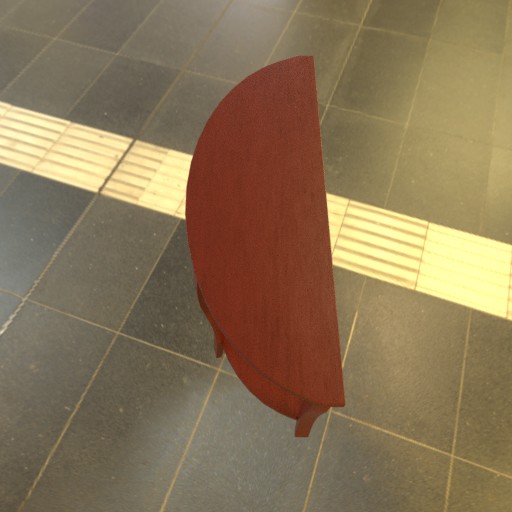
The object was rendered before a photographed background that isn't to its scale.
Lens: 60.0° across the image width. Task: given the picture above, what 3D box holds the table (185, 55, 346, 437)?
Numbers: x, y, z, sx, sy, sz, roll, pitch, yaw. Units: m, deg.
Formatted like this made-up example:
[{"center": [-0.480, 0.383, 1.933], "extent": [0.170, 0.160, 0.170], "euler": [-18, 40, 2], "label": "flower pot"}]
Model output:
[{"center": [0.000, 0.000, 1.618], "extent": [0.405, 0.779, 1.219], "euler": [0, 59, 0], "label": "table"}]
